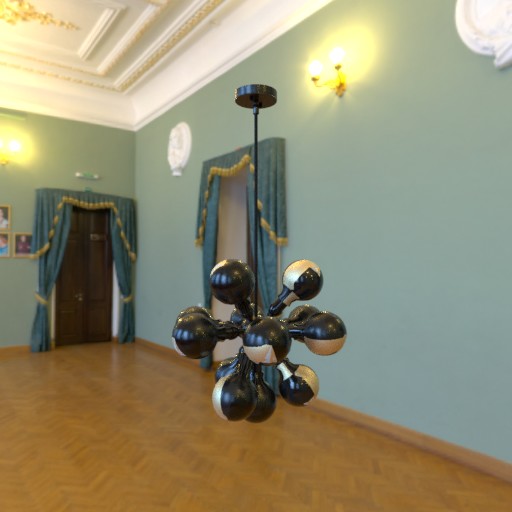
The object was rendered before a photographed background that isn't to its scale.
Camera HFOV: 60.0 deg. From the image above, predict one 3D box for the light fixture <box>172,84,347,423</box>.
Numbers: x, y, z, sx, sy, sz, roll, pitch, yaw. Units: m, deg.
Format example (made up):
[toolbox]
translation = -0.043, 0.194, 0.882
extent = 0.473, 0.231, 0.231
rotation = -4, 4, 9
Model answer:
[light fixture]
translation = 0.000, 0.000, 1.154
extent = 0.468, 0.859, 0.420
rotation = 1, -2, -38
